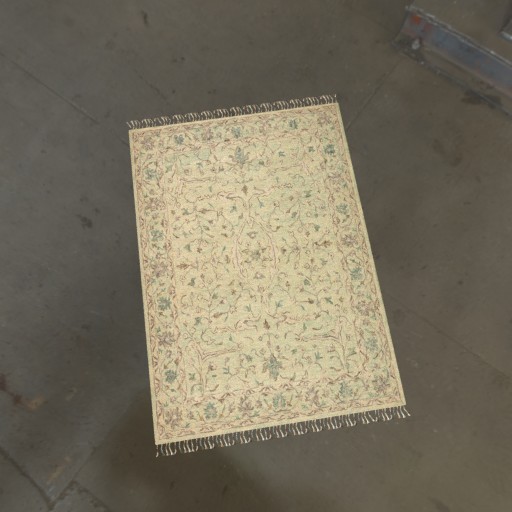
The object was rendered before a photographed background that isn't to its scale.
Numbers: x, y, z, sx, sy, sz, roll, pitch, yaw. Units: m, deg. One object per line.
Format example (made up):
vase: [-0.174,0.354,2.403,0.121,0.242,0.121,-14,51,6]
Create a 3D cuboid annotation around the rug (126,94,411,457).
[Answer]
rug: [0.000,0.000,2.339,1.247,0.008,1.802,-8,75,-2]
